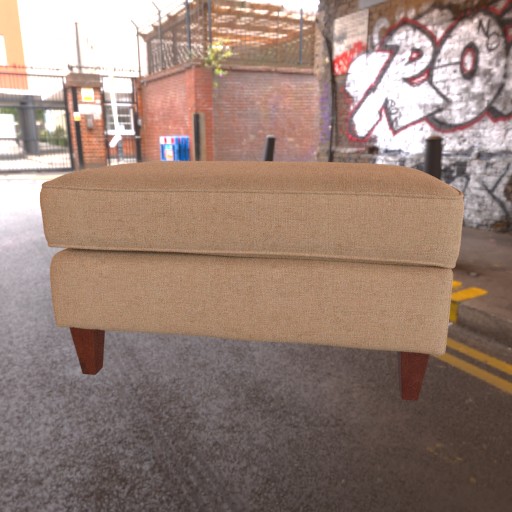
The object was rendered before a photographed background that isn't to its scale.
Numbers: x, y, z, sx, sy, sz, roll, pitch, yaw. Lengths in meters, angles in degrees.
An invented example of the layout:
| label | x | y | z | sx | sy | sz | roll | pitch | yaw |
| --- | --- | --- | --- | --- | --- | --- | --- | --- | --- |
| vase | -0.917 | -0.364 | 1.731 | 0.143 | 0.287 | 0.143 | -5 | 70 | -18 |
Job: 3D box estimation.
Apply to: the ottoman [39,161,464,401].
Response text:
| label | x | y | z | sx | sy | sz | roll | pitch | yaw |
| --- | --- | --- | --- | --- | --- | --- | --- | --- | --- |
| ottoman | 0.000 | 0.000 | 1.166 | 0.862 | 0.484 | 0.583 | 2 | 15 | 8 |
